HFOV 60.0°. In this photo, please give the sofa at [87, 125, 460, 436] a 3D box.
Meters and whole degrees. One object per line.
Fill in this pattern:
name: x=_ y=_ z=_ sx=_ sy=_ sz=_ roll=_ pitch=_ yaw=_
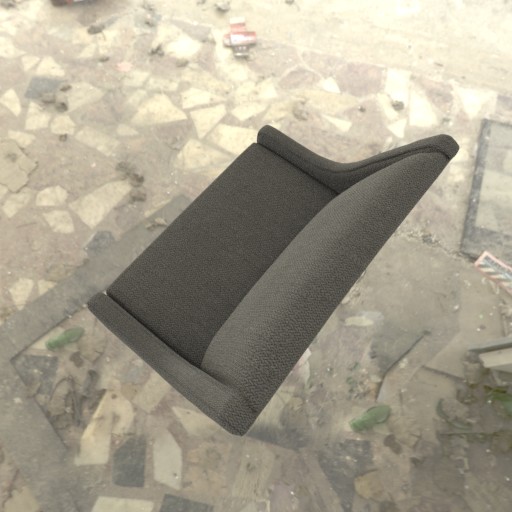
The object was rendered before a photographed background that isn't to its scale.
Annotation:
sofa: x=0.000 y=0.000 z=1.898 sx=0.873 sy=1.022 sz=1.242 roll=36 pitch=70 yaw=15
